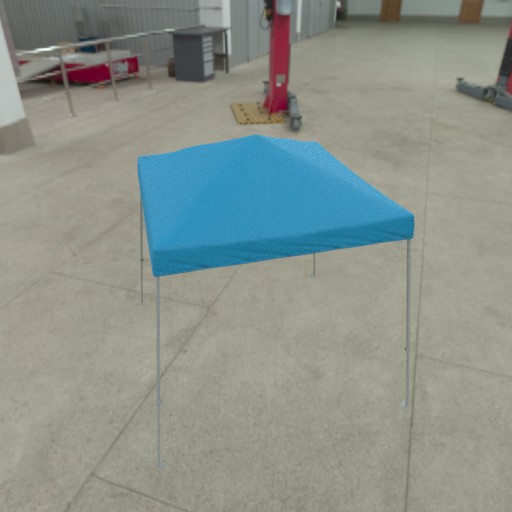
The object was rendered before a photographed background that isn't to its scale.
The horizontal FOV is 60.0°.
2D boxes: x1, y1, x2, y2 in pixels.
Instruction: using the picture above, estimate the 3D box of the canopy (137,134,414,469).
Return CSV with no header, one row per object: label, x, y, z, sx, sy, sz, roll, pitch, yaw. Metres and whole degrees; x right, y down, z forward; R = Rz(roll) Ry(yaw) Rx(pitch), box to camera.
canopy,0.000,0.000,6.558,3.599,3.600,3.600,-8,32,-13
